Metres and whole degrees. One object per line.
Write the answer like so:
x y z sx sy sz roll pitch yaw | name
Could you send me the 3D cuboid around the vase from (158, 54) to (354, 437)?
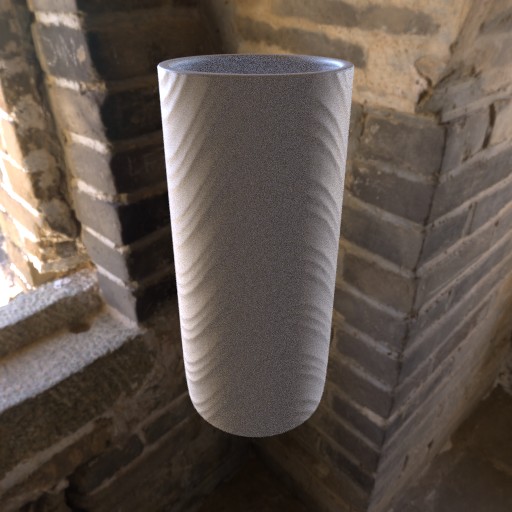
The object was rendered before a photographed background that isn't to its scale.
0.000 0.000 0.392 0.143 0.316 0.143 0 29 0 | vase
